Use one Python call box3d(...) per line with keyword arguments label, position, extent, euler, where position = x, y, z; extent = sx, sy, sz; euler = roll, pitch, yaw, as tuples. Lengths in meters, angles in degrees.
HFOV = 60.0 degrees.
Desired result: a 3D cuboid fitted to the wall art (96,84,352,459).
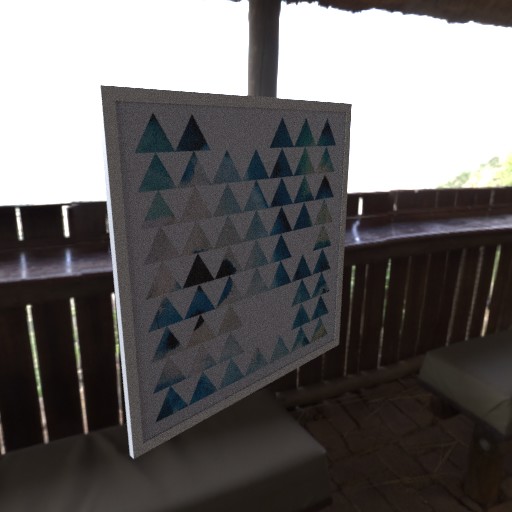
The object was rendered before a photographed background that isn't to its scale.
box3d(label="wall art", position=(0.000, 0.000, 0.821), extent=(0.557, 0.557, 0.012), euler=(-15, 22, -43))
